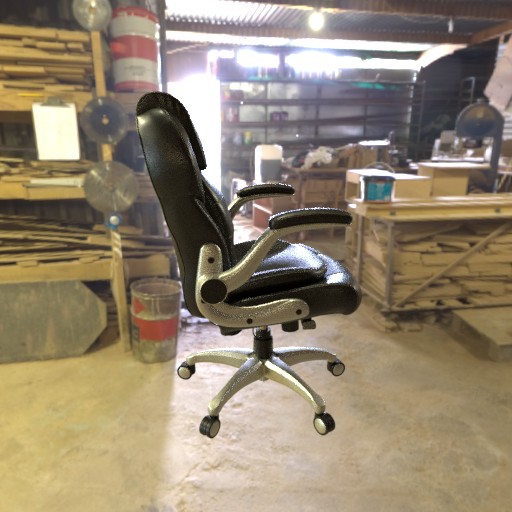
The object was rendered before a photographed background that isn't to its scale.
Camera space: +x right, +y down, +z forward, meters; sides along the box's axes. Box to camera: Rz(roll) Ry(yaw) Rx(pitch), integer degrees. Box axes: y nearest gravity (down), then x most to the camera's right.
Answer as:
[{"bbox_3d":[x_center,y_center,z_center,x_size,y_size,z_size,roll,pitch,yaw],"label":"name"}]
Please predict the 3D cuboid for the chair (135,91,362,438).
[{"bbox_3d":[0.000,0.000,1.681,0.801,1.141,0.724,-3,16,-11],"label":"chair"}]
